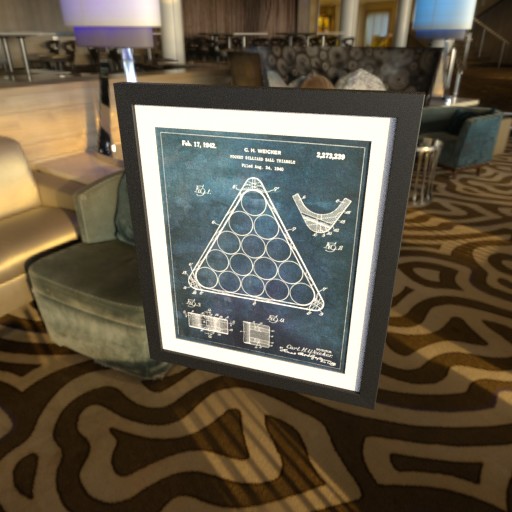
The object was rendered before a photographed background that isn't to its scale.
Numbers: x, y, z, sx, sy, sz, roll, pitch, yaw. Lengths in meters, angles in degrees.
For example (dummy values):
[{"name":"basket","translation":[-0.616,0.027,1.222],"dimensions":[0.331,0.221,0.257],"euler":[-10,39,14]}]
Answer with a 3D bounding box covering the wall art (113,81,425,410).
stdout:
[{"name":"wall art","translation":[0.000,0.000,0.711],"dimensions":[0.432,0.508,0.025],"euler":[8,28,16]}]
